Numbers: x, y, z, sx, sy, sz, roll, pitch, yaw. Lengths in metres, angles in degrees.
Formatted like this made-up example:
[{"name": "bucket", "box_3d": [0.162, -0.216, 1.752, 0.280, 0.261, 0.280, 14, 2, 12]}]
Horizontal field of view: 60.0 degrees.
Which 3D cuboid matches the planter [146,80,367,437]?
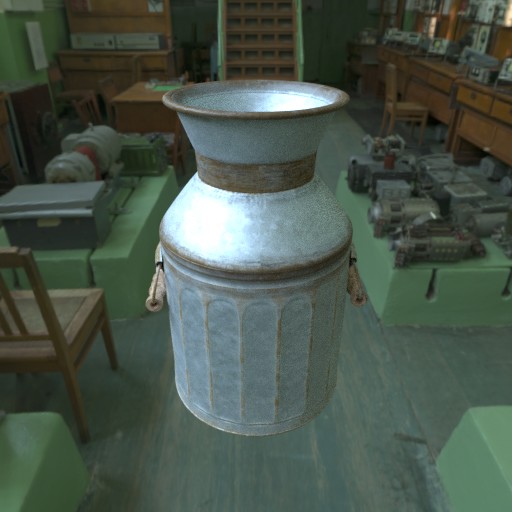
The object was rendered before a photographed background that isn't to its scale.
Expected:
[{"name": "planter", "box_3d": [0.000, 0.000, 0.512, 0.248, 0.358, 0.215, -1, 30, -2]}]
